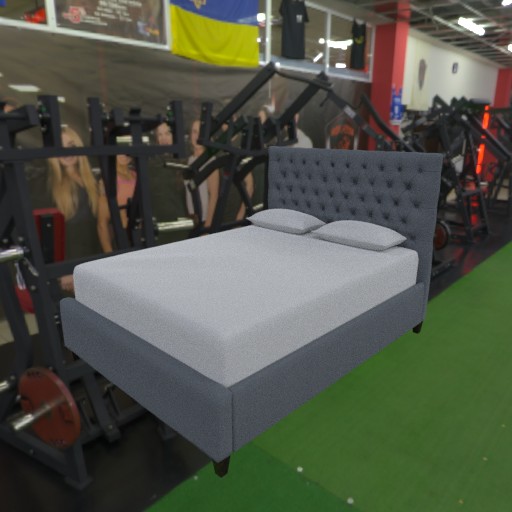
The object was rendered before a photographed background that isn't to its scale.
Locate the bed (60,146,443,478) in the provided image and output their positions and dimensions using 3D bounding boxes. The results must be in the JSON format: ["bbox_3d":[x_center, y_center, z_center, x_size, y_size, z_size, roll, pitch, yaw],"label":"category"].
[{"bbox_3d":[0.000,0.000,3.210,1.698,1.427,2.231,15,22,42],"label":"bed"}]
